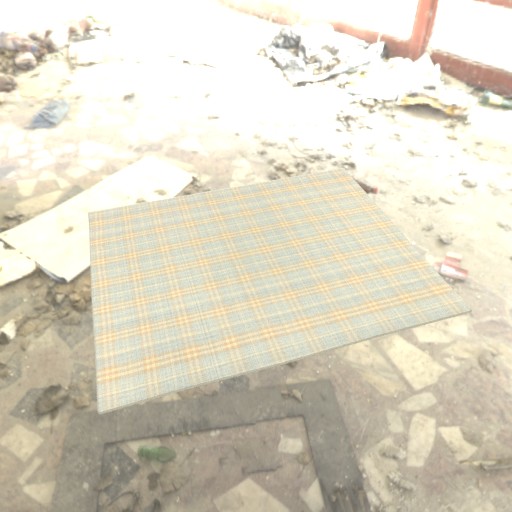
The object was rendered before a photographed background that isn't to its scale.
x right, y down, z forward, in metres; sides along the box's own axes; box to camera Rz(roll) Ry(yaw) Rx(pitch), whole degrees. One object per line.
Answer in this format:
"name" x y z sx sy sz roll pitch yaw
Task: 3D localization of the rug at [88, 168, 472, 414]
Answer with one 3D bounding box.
"rug" 0.000 0.000 4.260 3.066 0.030 2.462 -12 43 -13
